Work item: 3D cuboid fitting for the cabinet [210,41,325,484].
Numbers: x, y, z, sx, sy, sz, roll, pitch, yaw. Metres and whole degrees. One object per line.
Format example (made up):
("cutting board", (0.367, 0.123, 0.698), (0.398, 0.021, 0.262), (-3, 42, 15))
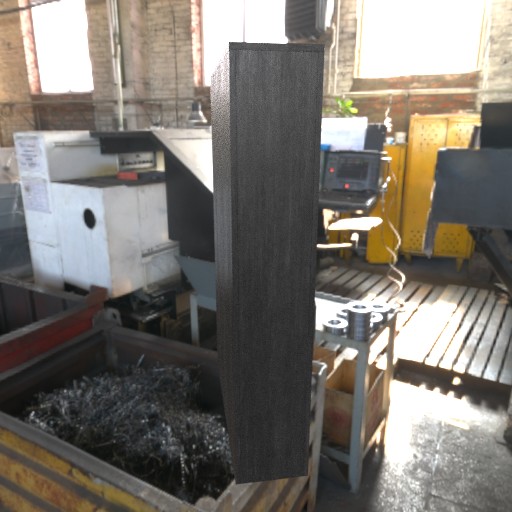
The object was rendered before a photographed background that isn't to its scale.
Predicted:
("cabinet", (0.000, 0.000, 1.598), (0.250, 1.280, 0.750), (-3, 16, -9))
